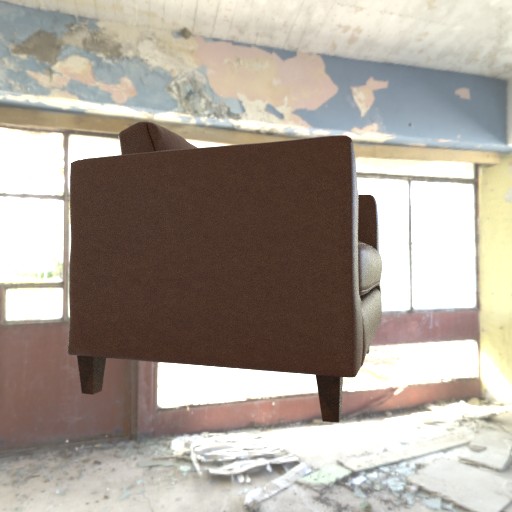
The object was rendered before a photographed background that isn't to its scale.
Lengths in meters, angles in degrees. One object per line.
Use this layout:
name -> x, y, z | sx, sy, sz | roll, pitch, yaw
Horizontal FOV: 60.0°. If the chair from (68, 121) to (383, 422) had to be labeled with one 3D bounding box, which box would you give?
chair -> 0.000, 0.000, 1.792 | 0.959, 0.917, 1.107 | 0, -1, 19
